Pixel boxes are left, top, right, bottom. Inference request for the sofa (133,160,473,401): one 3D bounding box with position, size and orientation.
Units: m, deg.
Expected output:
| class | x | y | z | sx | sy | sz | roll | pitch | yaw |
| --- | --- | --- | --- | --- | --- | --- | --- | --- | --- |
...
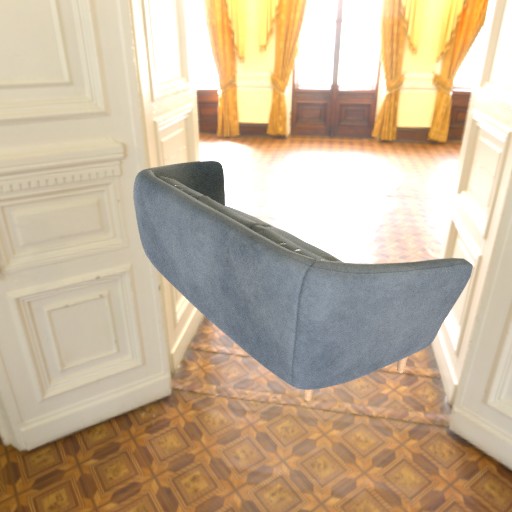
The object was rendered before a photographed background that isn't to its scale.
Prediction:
| class | x | y | z | sx | sy | sz | roll | pitch | yaw |
| --- | --- | --- | --- | --- | --- | --- | --- | --- | --- |
| sofa | 0.000 | 0.000 | 2.571 | 0.849 | 0.795 | 2.095 | -18 | 31 | -31 |
